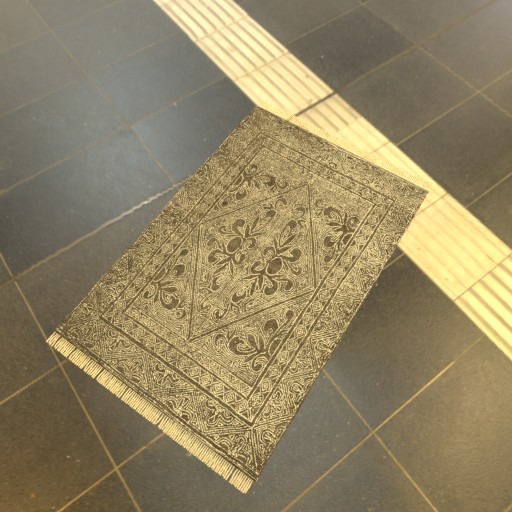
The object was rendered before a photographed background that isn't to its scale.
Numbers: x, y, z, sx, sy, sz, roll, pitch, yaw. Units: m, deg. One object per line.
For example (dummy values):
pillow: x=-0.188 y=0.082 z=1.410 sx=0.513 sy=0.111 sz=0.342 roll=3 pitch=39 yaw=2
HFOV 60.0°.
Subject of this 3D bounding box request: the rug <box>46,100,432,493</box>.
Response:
rug: x=0.000 y=0.000 z=3.014 sx=1.529 sy=0.010 sz=2.440 roll=31 pitch=68 yaw=14
